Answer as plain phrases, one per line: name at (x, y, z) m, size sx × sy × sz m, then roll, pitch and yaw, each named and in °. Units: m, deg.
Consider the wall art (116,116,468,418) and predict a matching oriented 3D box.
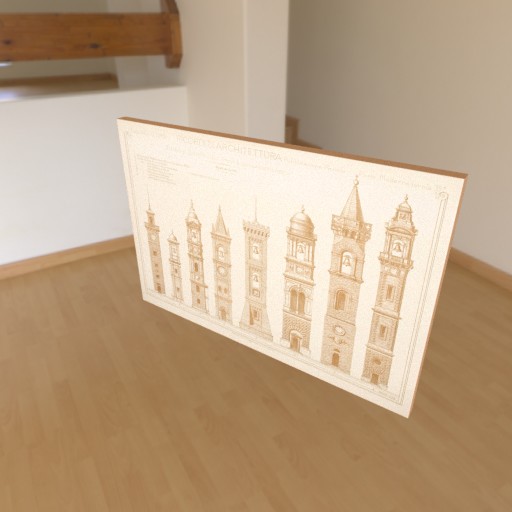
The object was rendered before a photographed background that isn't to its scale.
wall art at (0.000, 0.000, 1.170) m, size 0.915 × 0.608 × 0.033 m, roll 18°, pitch 34°, yaw 29°
